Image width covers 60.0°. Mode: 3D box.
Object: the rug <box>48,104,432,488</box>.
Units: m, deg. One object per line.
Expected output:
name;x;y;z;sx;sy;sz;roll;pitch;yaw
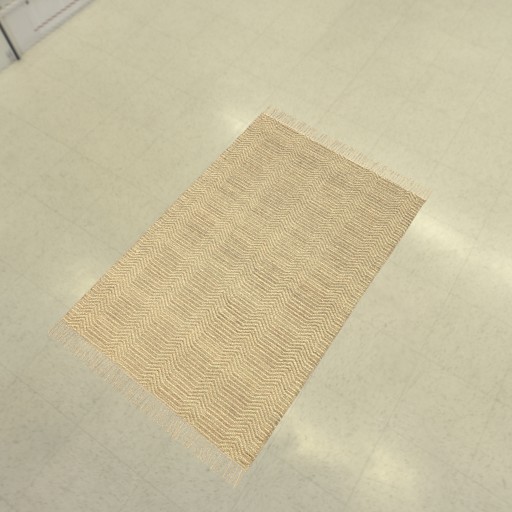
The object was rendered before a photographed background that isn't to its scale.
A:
rug;0.000;0.000;3.127;1.528;0.034;2.523;33;67;16
